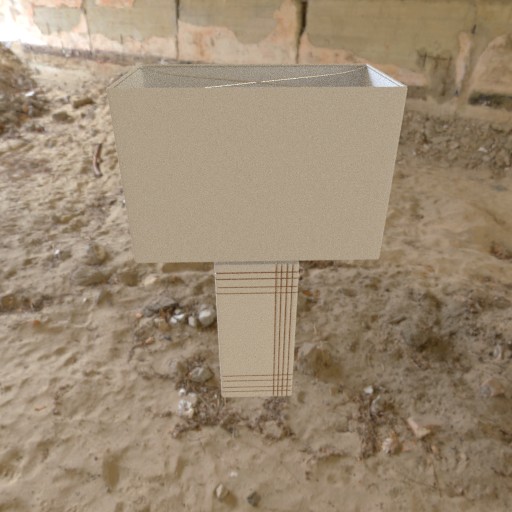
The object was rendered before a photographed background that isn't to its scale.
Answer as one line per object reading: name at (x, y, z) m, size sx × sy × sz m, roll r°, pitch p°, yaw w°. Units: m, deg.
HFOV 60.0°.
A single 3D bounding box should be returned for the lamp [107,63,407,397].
lamp at (0.000, 0.000, 0.705) m, size 0.334 × 0.543 × 0.182 m, roll -1°, pitch 31°, yaw -1°
